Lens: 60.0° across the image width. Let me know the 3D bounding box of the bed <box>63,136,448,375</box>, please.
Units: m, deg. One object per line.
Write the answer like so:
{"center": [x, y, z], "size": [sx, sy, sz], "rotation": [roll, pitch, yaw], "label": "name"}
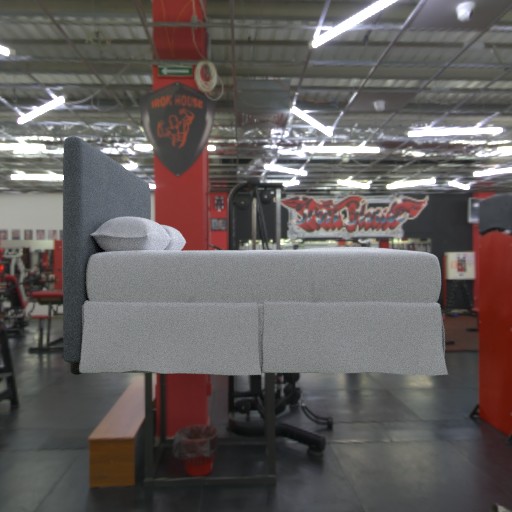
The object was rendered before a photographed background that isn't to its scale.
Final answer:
{"center": [0.000, 0.000, 3.222], "size": [2.142, 1.330, 1.713], "rotation": [0, 0, 0], "label": "bed"}
